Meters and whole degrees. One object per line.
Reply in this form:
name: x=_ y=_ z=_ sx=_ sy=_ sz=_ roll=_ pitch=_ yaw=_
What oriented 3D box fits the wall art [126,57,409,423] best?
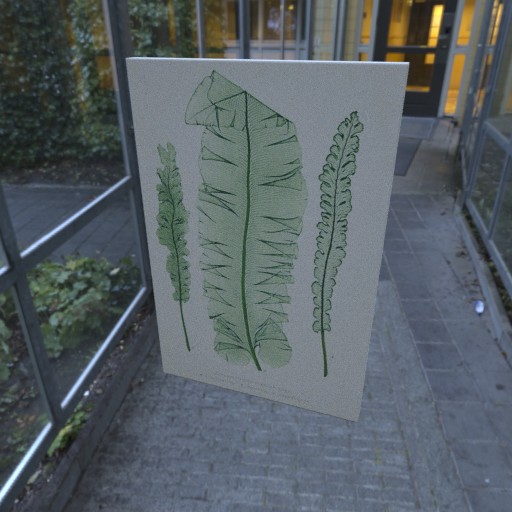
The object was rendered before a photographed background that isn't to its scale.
wall art: x=0.000 y=0.000 z=1.130 sx=0.610 sy=0.914 sz=0.038 roll=9 pitch=28 yaw=17
